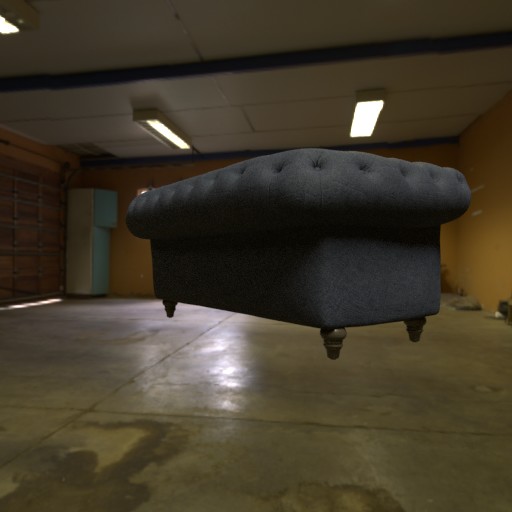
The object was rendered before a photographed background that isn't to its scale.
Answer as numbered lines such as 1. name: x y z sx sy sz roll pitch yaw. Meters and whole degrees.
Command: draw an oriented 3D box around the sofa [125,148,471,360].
1. sofa: 0.000 0.000 2.508 1.082 0.833 1.988 0 0 -36
